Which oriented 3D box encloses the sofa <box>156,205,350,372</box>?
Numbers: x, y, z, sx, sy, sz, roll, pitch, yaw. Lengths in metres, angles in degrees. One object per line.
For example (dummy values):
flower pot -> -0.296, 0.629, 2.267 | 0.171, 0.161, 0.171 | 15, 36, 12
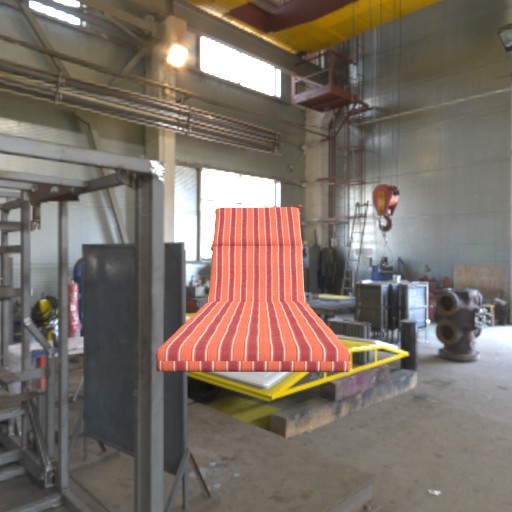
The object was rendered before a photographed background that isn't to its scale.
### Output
sofa -> 0.000, 0.000, 1.986 | 0.582, 0.622, 1.663 | 0, 0, 0
